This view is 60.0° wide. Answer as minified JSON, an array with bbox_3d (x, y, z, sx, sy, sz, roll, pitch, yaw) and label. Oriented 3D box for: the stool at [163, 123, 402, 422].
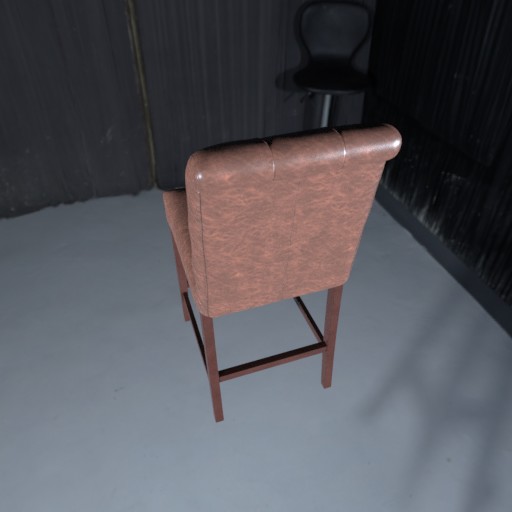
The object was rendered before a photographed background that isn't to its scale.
[{"bbox_3d":[0.000,0.000,1.460,0.486,1.084,0.660,-12,42,-14],"label":"stool"}]
